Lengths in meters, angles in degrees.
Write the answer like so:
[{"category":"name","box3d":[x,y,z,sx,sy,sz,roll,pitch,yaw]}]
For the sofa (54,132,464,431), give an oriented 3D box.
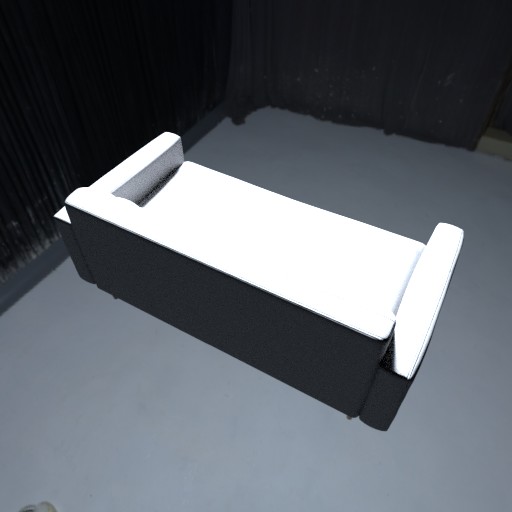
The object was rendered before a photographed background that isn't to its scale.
[{"category":"sofa","box3d":[0.000,0.000,2.409,1.895,0.814,0.969,22,50,20]}]
